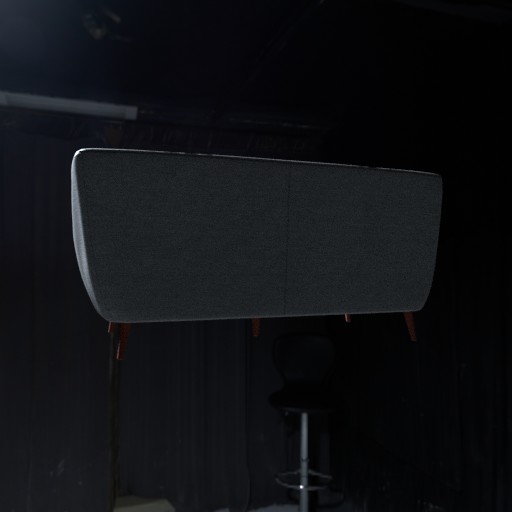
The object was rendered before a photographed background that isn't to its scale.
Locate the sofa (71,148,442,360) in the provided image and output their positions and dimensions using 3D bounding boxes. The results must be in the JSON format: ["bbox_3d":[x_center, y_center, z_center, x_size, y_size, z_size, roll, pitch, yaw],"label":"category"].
[{"bbox_3d":[0.000,0.000,2.484,1.930,0.897,0.976,0,-1,-18],"label":"sofa"}]
